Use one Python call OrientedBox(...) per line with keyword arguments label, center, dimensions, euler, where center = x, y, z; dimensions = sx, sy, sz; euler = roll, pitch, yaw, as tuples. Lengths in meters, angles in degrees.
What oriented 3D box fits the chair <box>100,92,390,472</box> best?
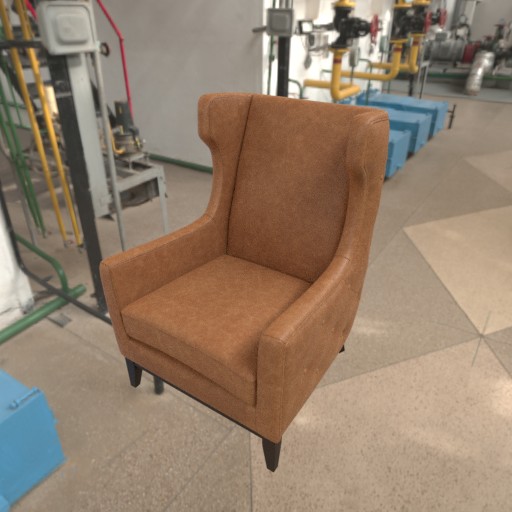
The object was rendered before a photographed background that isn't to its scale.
OrientedBox(label="chair", center=(0.000, 0.000, 1.697), dimensions=(0.766, 1.079, 0.899), euler=(19, 35, 29))
